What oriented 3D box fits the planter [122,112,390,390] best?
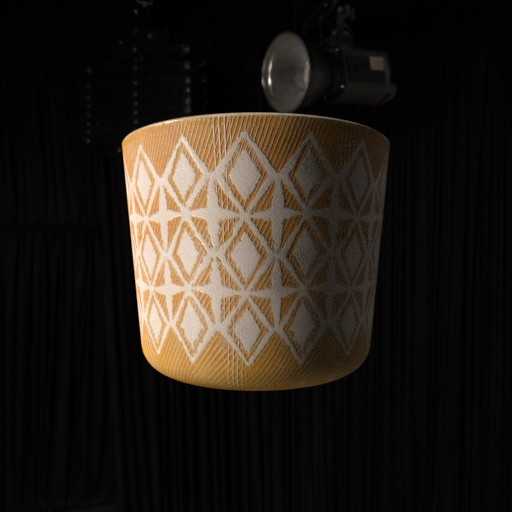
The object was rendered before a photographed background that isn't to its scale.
[{"bbox_3d":[0.000,0.000,0.220,0.126,0.104,0.126,0,1,0],"label":"planter"}]
